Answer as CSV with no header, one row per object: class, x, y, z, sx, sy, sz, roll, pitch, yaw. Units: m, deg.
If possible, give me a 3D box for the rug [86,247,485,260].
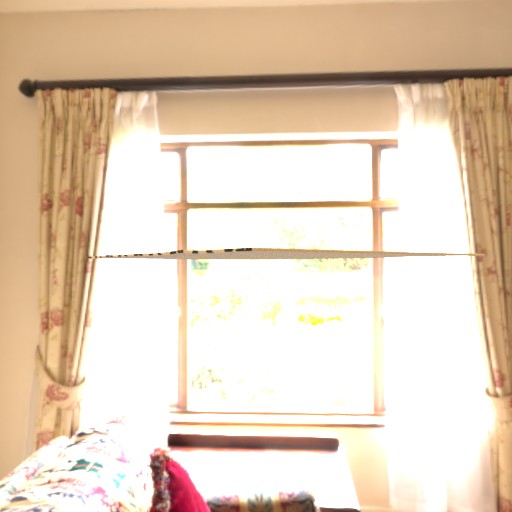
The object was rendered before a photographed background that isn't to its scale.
rug,0.000,0.000,4.414,2.444,0.036,3.369,1,-2,-35
